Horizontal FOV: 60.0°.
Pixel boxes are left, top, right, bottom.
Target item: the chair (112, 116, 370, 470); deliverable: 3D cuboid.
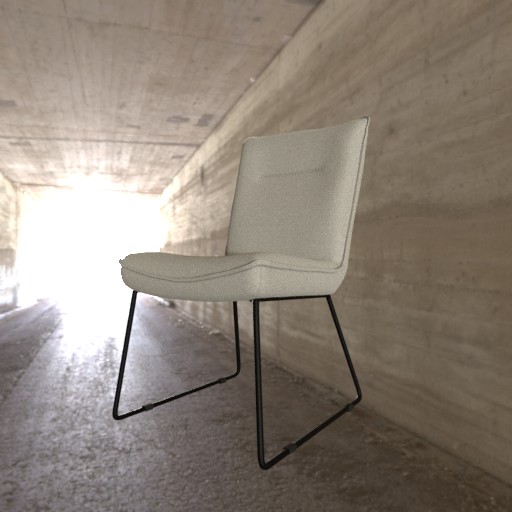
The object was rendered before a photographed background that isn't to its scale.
[{"bbox_3d":[0.000,0.000,1.365,0.515,0.930,0.688,0,0,35],"label":"chair"}]
